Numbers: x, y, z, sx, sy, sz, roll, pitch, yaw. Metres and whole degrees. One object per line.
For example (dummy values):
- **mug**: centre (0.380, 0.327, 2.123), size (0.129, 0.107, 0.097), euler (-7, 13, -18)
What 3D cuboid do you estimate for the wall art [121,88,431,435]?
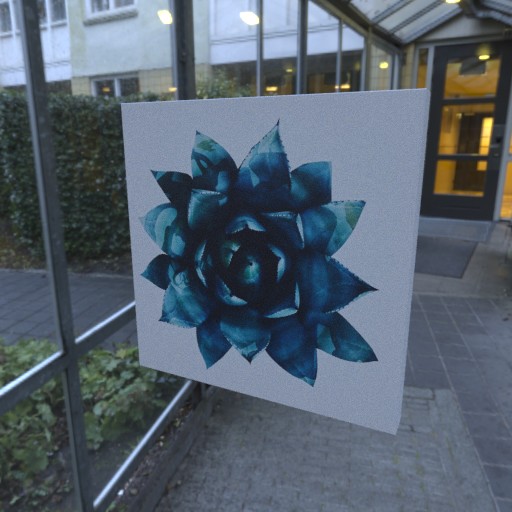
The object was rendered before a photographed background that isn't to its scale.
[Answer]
- **wall art**: centre (0.000, 0.000, 0.605), size (0.406, 0.406, 0.038), euler (7, 16, 25)
